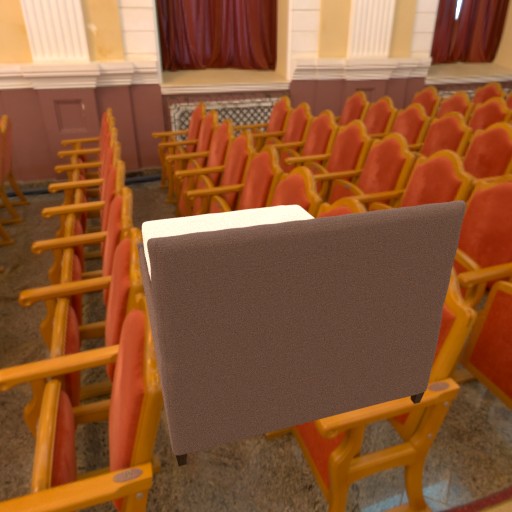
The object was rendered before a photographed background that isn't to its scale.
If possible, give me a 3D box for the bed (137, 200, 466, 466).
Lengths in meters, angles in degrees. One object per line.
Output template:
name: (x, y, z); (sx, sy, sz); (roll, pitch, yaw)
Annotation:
bed: (0.000, 0.000, 3.383); (1.696, 1.426, 2.233); (-8, 28, -16)
